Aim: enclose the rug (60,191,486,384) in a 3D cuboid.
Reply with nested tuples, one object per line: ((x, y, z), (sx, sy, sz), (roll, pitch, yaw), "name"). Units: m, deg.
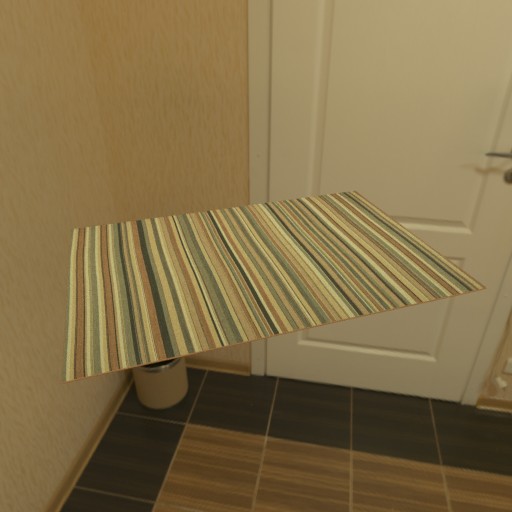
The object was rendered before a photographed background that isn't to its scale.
((0.000, 0.000, 2.277), (1.829, 0.008, 1.219), (-10, 32, -16), "rug")
